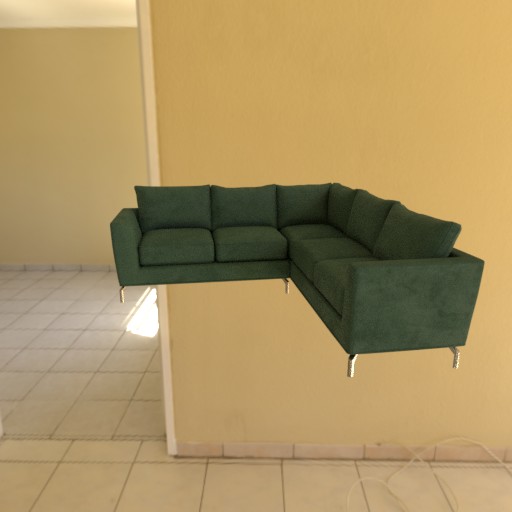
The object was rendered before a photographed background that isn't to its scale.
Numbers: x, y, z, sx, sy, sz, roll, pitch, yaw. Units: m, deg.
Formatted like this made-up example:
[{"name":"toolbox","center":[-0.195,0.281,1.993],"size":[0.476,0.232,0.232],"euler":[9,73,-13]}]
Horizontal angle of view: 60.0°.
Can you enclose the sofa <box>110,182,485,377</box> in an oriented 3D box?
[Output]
[{"name":"sofa","center":[0.000,0.000,3.747],"size":[2.468,1.004,2.452],"euler":[-2,15,-9]}]
